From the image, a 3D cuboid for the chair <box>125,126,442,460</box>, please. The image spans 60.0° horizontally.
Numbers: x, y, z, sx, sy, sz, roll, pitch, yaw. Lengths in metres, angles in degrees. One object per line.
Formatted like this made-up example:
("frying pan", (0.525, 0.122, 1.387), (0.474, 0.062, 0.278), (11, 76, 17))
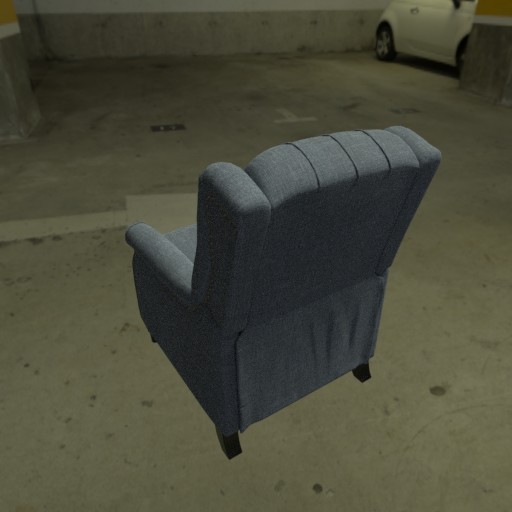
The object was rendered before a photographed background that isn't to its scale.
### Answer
("chair", (0.000, 0.000, 1.611), (0.742, 1.035, 0.898), (-19, 35, -28))
